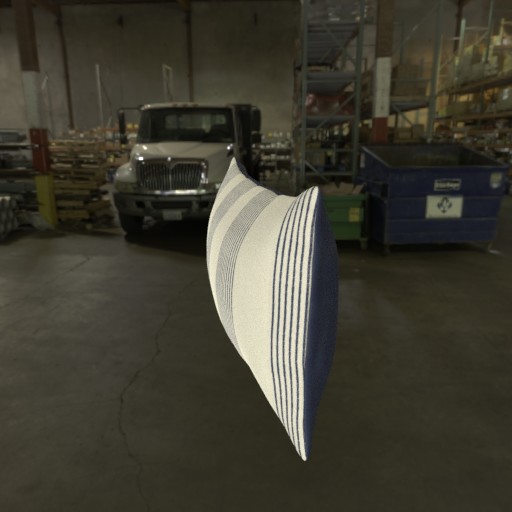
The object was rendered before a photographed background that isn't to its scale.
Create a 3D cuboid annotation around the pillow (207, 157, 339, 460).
[{"bbox_3d":[0.000,0.000,0.709,0.151,0.287,0.610,-2,15,-9],"label":"pillow"}]
